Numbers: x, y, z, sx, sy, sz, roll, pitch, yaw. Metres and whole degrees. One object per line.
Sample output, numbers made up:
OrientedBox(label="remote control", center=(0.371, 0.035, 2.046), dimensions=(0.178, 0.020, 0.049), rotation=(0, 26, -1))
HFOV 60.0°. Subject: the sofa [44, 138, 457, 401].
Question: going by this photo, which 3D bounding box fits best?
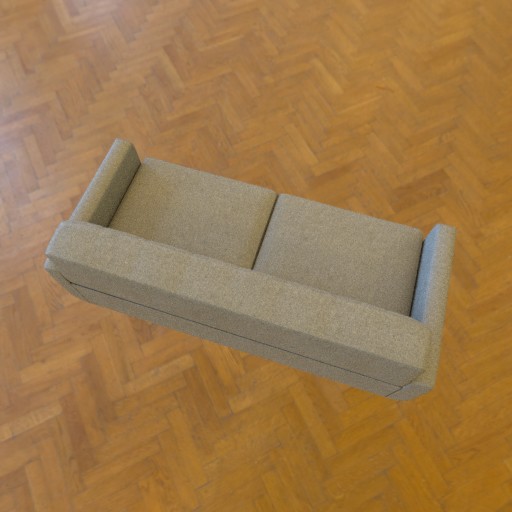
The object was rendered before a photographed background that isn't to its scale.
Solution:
OrientedBox(label="sofa", center=(0.000, 0.000, 2.533), dimensions=(2.055, 0.873, 0.968), rotation=(16, 66, 7))
